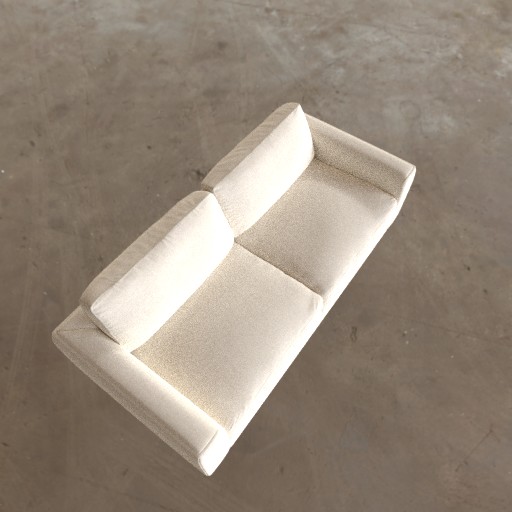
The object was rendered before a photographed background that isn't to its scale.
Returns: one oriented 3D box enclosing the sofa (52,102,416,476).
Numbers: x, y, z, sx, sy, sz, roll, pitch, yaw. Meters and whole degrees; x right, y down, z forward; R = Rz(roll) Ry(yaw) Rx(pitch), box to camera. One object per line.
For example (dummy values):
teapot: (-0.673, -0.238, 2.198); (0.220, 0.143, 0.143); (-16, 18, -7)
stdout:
sofa: (0.000, 0.000, 2.753); (1.070, 0.801, 2.262); (32, 63, 19)
